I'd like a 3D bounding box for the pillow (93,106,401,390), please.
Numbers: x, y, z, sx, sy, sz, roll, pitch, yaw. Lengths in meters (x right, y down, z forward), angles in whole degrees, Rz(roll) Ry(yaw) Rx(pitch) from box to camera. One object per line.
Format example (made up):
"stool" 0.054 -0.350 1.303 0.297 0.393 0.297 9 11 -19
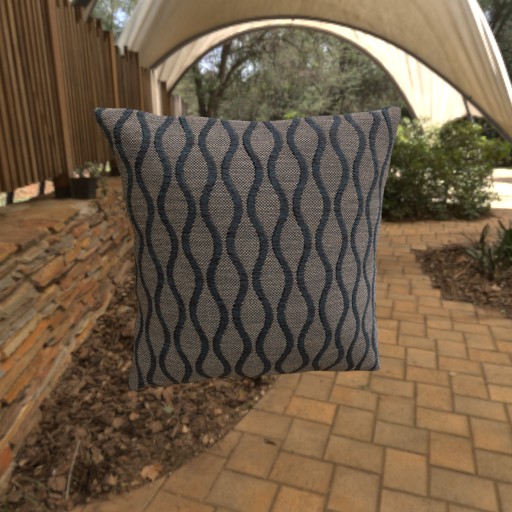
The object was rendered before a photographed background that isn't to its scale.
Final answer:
"pillow" 0.000 0.000 0.672 0.435 0.435 0.159 -3 16 -9
